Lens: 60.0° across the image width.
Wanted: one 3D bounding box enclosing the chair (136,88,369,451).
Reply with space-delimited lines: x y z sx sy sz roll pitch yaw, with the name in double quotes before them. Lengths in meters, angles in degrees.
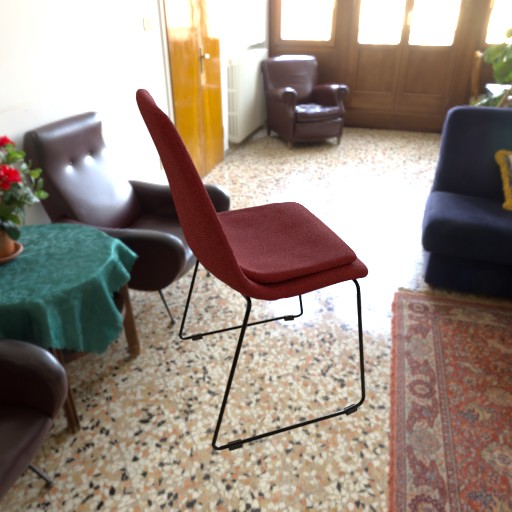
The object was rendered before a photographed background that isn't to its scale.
"chair" 0.000 0.000 1.188 0.518 0.858 0.479 -10 31 -17
